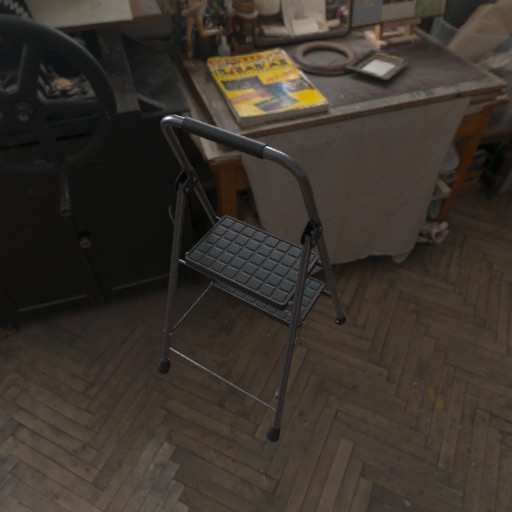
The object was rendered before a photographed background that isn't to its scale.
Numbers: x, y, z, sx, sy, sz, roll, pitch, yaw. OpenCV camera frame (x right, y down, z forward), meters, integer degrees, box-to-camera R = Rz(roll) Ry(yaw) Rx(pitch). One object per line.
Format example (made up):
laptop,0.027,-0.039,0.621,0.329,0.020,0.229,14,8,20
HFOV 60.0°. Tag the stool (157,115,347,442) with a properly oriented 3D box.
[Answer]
stool,0.000,0.000,1.178,0.450,0.872,0.514,24,52,21
